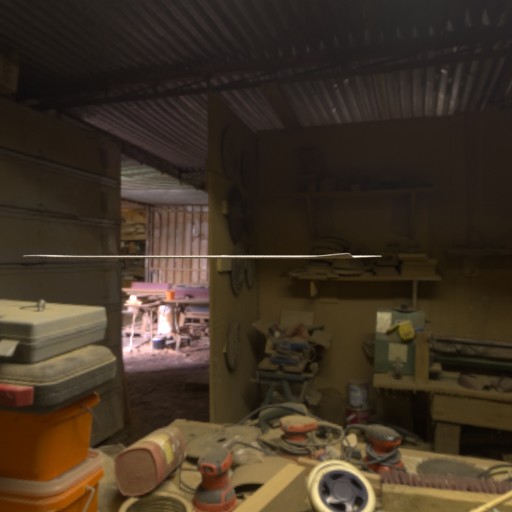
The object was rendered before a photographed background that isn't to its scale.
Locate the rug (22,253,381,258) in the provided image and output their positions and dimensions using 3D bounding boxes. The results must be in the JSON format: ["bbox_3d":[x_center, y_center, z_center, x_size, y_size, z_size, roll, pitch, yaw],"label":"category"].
[{"bbox_3d":[0.000,0.000,2.987,1.518,0.023,2.434,0,0,18],"label":"rug"}]
